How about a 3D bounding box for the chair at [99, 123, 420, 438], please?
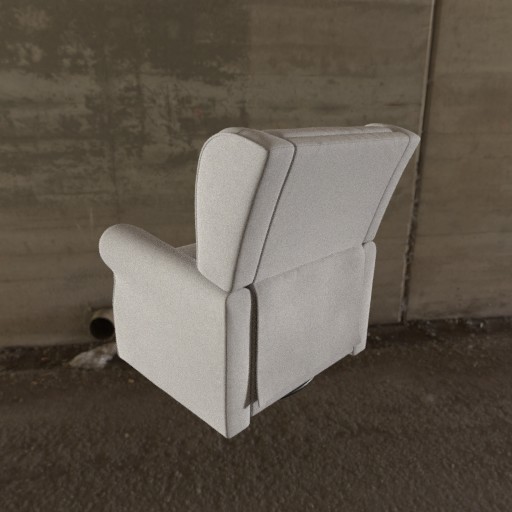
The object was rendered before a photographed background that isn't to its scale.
[{"bbox_3d":[0.000,0.000,1.688,0.854,0.967,0.906,17,24,42],"label":"chair"}]
